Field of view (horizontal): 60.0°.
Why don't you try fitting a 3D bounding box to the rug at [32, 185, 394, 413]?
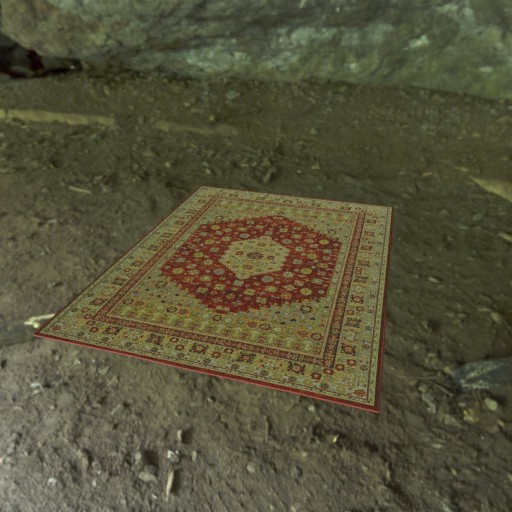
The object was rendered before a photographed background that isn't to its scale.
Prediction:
[{"bbox_3d":[0.000,0.000,4.102,2.387,0.013,3.053,8,31,14],"label":"rug"}]
